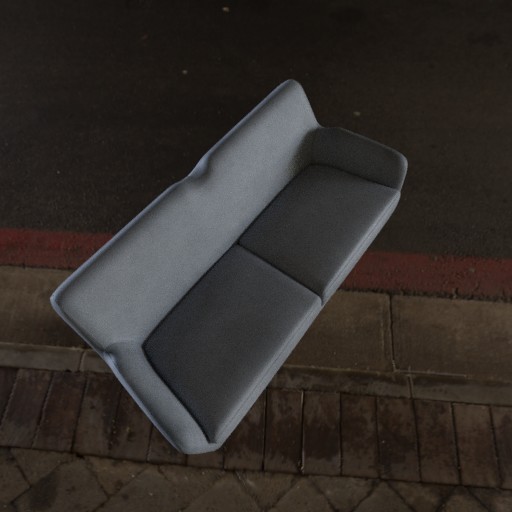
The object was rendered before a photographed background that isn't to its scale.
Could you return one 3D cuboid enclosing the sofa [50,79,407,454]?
[{"bbox_3d":[0.000,0.000,2.294,0.850,0.810,1.870,33,64,18],"label":"sofa"}]
